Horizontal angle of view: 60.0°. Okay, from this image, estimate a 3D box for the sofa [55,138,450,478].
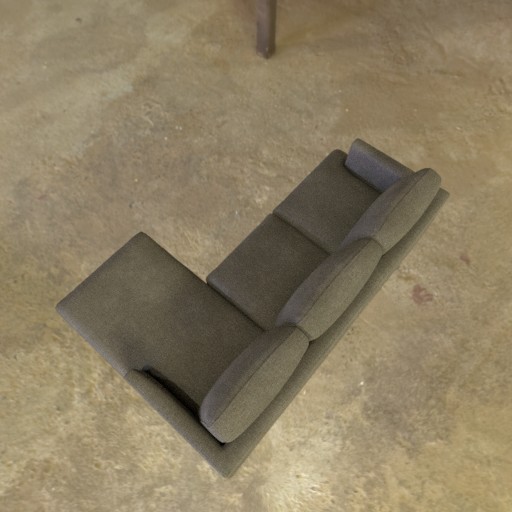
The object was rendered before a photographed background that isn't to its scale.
[{"bbox_3d":[0.000,0.000,2.958,1.504,0.956,2.233,37,69,17],"label":"sofa"}]
